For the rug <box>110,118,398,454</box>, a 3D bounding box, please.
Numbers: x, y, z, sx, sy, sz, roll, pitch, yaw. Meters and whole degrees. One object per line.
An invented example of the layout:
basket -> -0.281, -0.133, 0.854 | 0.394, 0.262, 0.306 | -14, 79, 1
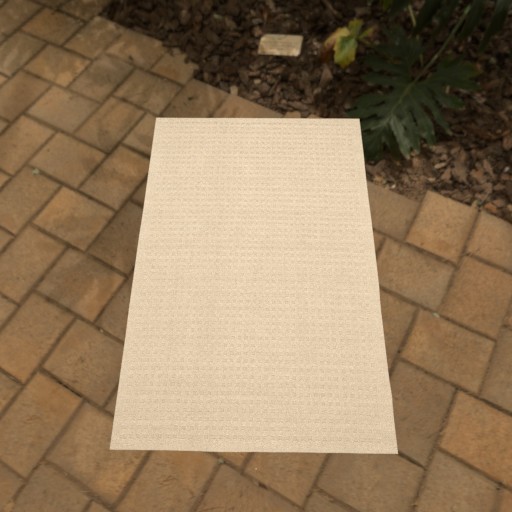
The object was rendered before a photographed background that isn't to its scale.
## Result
rug -> 0.000, 0.000, 2.824 | 1.523, 0.006, 2.289 | 1, 64, 0
